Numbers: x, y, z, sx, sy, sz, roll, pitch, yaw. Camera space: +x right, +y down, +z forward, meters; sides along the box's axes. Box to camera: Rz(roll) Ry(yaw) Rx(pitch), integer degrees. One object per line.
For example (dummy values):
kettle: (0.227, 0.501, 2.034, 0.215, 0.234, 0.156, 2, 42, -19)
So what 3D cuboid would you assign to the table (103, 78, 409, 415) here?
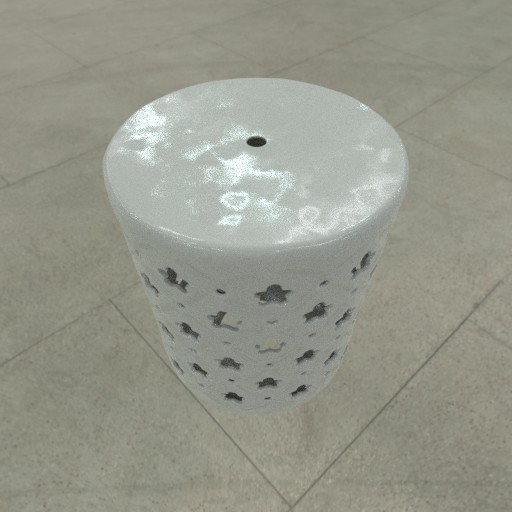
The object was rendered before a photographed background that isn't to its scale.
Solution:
table: (0.000, 0.000, 0.651, 0.352, 0.387, 0.352, 0, 47, 0)
